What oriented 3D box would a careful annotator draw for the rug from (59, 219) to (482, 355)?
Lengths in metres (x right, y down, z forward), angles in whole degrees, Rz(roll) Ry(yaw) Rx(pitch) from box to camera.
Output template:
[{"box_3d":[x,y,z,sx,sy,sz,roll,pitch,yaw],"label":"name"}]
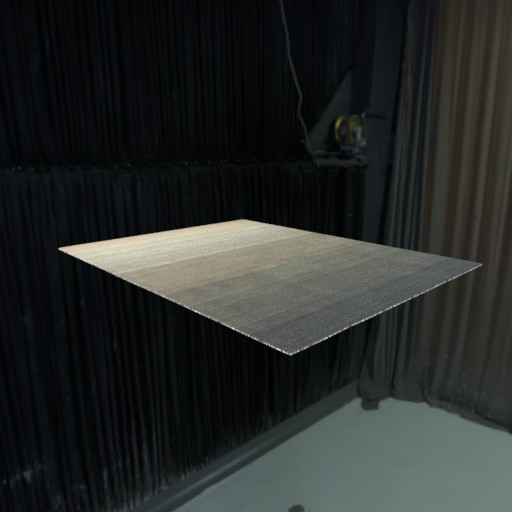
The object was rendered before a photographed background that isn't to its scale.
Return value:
[{"box_3d":[0.000,0.000,3.871,2.315,0.015,2.932,-13,19,-42],"label":"rug"}]
